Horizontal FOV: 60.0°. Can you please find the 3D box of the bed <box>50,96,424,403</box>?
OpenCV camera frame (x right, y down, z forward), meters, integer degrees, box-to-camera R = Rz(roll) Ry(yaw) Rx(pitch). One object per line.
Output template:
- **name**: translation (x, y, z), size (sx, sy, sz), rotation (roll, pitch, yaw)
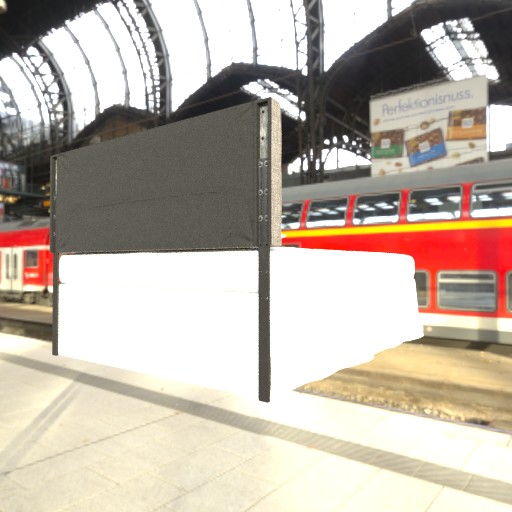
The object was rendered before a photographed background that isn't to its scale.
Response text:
- **bed**: translation (0.000, 0.000, 2.929), size (1.621, 1.168, 1.958), rotation (-1, -1, 36)
